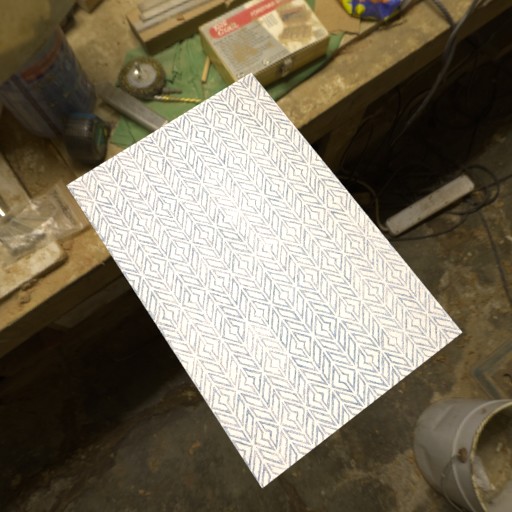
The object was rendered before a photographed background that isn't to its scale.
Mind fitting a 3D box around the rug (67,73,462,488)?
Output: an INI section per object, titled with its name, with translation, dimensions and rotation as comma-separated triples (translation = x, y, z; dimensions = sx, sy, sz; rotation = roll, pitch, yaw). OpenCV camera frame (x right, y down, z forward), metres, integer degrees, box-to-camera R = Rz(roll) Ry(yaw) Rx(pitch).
[rug]
translation = 0.000, 0.000, 2.300
dimensions = 1.220, 0.008, 1.824
rotation = -34, 78, -8
